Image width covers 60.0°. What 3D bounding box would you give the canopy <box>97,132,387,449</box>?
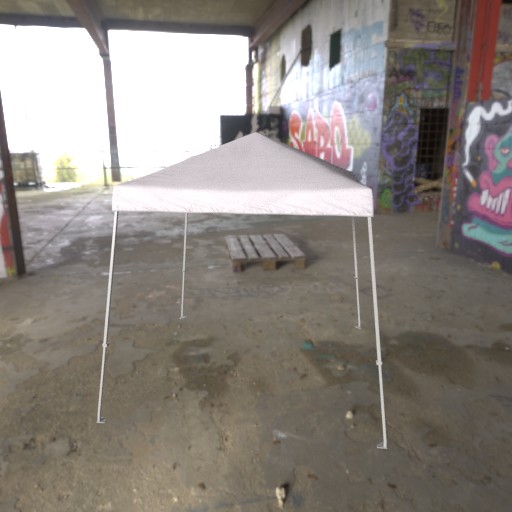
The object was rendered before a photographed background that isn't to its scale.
[{"bbox_3d":[0.000,0.000,5.296,2.849,2.850,2.850,2,14,8],"label":"canopy"}]
